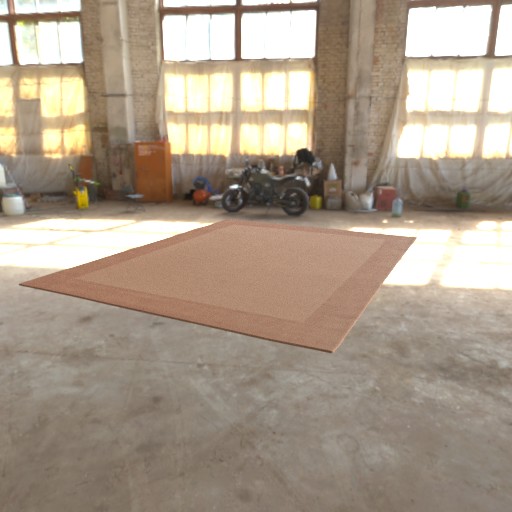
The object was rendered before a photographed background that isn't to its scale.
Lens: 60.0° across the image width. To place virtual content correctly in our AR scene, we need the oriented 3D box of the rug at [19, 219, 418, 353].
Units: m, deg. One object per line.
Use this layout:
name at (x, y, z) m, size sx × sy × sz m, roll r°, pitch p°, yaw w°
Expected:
rug at (0.000, 0.000, 4.088) m, size 2.431 × 0.021 × 3.057 m, roll 7°, pitch 17°, yaw 26°
